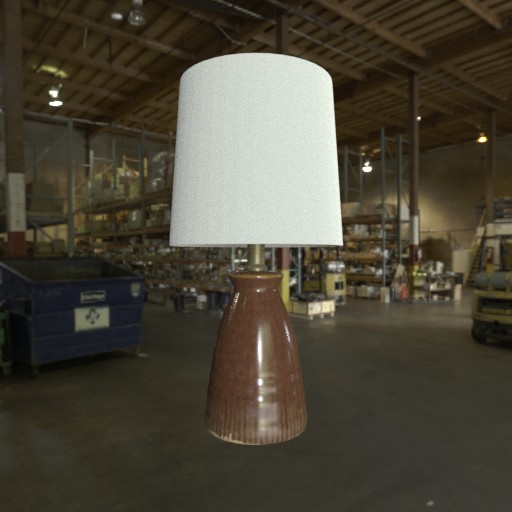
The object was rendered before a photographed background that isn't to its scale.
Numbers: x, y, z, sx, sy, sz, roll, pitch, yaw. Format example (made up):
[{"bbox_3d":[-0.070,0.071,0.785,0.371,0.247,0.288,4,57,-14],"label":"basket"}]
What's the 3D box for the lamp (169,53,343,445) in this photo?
[{"bbox_3d":[0.000,0.000,0.485,0.186,0.369,0.186,0,0,0],"label":"lamp"}]
